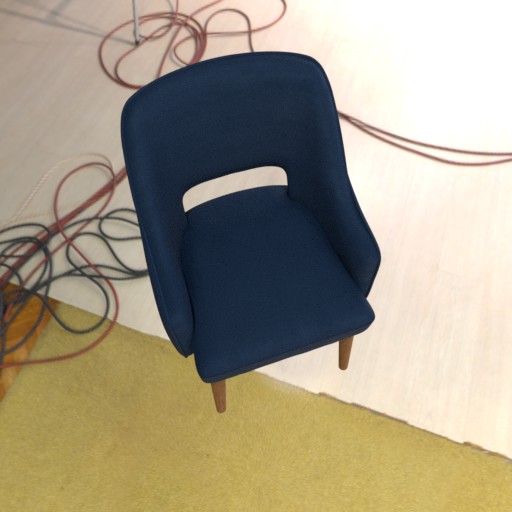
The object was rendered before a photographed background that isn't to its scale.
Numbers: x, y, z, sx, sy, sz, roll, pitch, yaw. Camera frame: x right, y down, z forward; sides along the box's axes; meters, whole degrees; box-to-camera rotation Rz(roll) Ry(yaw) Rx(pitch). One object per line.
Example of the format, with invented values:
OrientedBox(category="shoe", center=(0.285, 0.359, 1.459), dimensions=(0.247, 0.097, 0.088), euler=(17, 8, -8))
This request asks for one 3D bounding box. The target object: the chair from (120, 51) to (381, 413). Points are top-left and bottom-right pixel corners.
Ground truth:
OrientedBox(category="chair", center=(0.000, 0.000, 1.201), dimensions=(0.559, 0.844, 0.591), euler=(-17, 64, -8))
